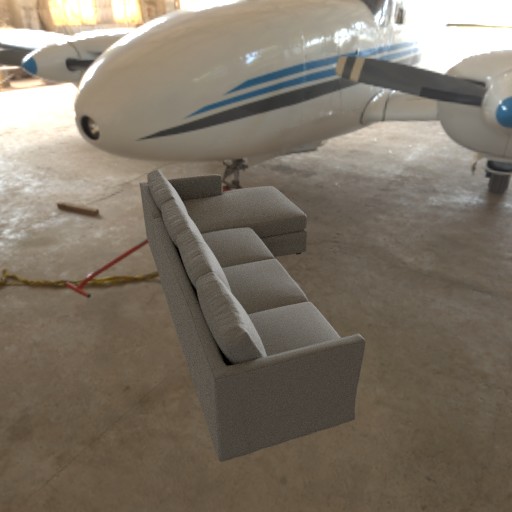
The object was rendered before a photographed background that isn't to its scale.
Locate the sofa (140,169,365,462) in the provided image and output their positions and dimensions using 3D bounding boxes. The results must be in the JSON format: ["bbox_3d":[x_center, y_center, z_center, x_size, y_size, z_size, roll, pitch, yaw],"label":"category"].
[{"bbox_3d":[0.000,0.000,3.980,1.622,0.867,3.177,-10,31,-17],"label":"sofa"}]
